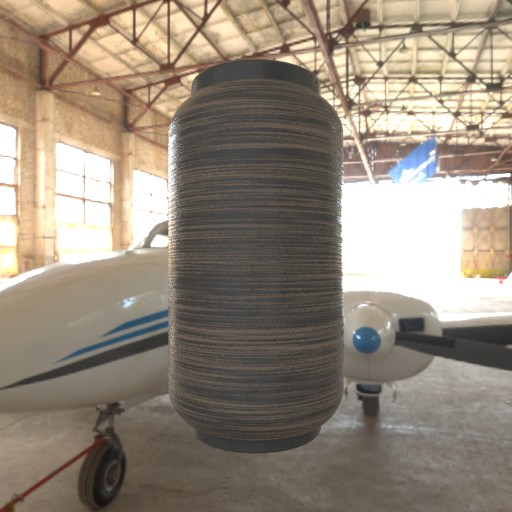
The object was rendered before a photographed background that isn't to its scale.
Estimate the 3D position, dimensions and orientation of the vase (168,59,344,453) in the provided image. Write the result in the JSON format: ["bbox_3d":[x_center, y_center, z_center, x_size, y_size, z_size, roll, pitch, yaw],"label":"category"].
[{"bbox_3d":[0.000,0.000,0.299,0.116,0.230,0.116,0,0,0],"label":"vase"}]
